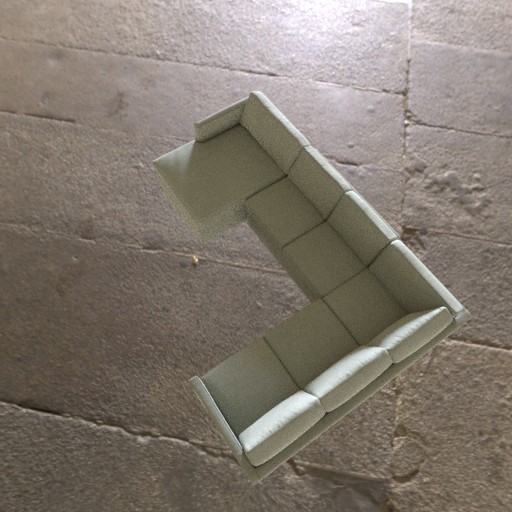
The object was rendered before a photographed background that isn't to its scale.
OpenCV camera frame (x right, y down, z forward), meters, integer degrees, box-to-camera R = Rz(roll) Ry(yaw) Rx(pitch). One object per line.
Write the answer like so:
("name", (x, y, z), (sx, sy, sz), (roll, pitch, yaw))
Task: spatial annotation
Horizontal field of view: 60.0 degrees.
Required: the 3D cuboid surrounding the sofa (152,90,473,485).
("sofa", (0.000, 0.000, 4.546), (2.440, 0.869, 3.434), (-31, 67, -15))
